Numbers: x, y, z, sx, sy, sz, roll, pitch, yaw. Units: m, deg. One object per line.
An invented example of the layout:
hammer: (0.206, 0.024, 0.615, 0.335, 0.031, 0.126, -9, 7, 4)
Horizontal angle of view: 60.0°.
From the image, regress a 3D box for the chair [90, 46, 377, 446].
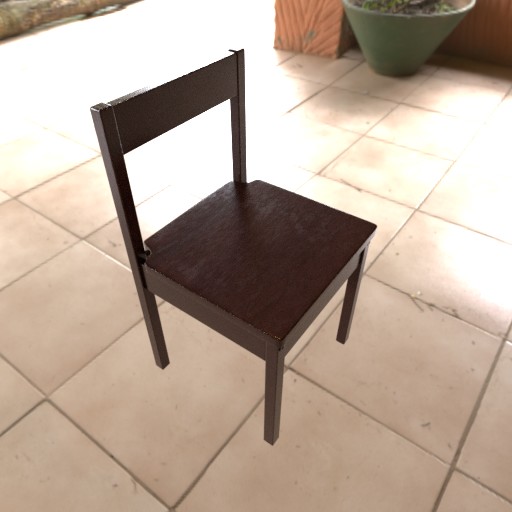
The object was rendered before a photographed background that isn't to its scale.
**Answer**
chair: (0.000, 0.000, 0.912, 0.361, 0.668, 0.367, 26, 48, 26)
